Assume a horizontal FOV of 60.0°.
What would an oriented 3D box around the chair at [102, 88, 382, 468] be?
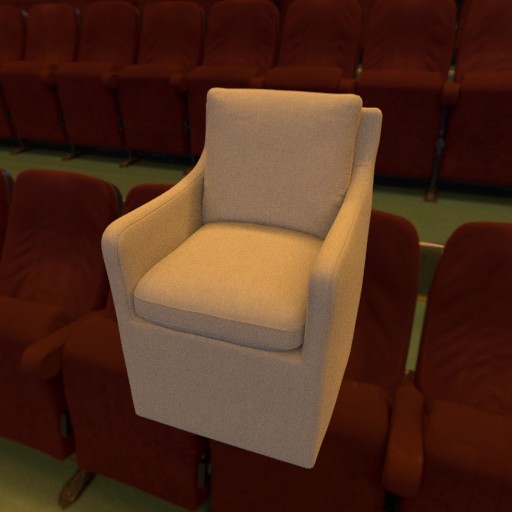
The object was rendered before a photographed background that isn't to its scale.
[{"bbox_3d":[0.000,0.000,1.361,0.626,0.914,0.694,10,29,18],"label":"chair"}]
